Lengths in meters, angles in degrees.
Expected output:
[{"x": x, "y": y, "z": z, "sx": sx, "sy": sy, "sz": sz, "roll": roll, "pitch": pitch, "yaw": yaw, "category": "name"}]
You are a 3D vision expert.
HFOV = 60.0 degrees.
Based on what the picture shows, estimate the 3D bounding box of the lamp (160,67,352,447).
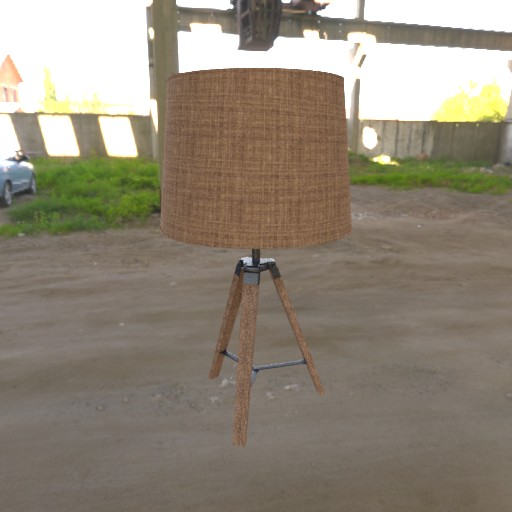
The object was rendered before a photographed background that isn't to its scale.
[{"x": 0.000, "y": 0.000, "z": 0.694, "sx": 0.290, "sy": 0.514, "sz": 0.290, "roll": 0, "pitch": 15, "yaw": 0, "category": "lamp"}]
